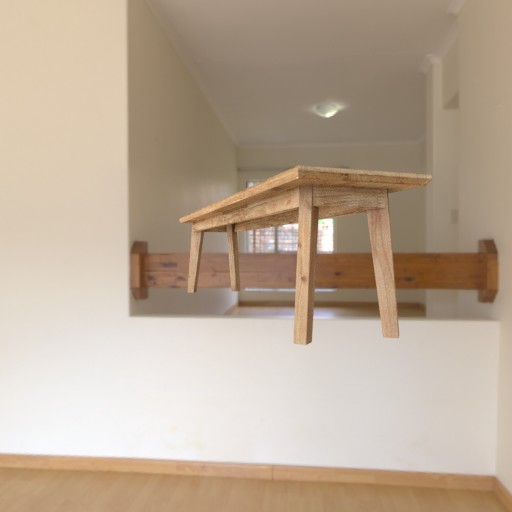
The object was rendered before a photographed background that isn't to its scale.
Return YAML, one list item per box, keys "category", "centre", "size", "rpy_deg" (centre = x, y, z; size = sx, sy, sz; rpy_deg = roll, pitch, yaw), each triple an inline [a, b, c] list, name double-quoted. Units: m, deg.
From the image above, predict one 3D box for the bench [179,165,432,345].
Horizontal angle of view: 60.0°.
- category: "bench"
  centre: [0.000, 0.000, 1.880]
  size: [0.378, 0.431, 1.698]
  rpy_deg: [0, 1, -19]
